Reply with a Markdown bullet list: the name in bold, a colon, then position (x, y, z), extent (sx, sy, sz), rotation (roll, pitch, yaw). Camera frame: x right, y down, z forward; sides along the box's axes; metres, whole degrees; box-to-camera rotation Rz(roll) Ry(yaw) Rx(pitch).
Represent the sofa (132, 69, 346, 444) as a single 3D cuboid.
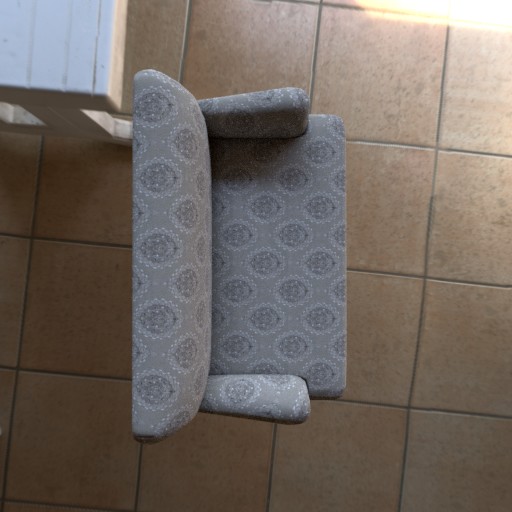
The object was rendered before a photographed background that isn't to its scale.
- **sofa**: position (0.000, 0.000, 1.804), extent (0.779, 0.889, 1.297), rotation (0, 90, -1)
